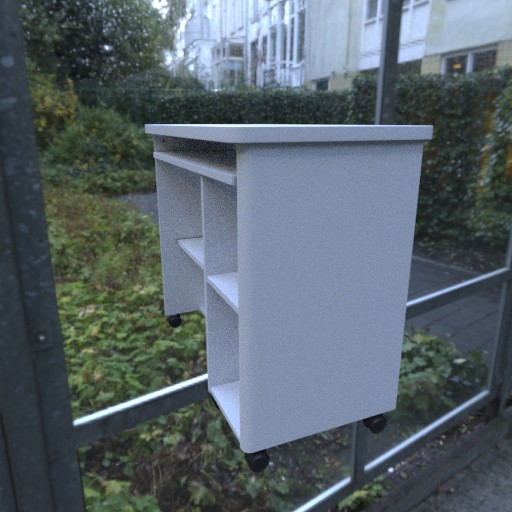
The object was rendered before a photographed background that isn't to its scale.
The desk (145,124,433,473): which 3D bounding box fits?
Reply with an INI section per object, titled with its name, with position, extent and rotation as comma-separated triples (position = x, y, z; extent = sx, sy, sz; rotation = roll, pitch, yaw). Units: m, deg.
[desk]
position = 0.000, 0.000, 1.346
extent = 0.475, 0.763, 0.877
rotation = -7, 18, -22
